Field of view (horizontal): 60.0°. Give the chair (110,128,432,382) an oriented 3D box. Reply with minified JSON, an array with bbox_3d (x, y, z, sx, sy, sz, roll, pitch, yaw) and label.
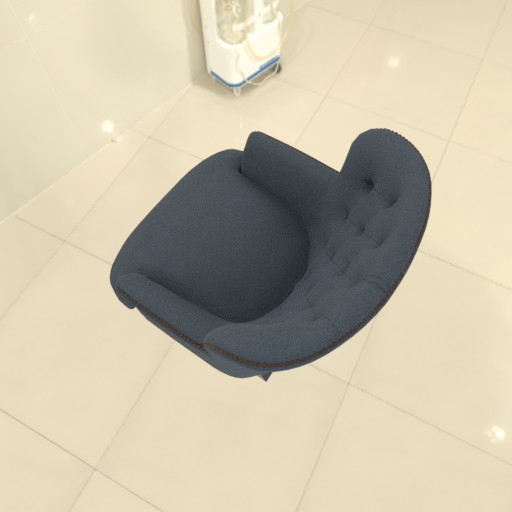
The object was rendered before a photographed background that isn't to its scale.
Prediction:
[{"bbox_3d":[0.000,0.000,1.576,0.906,0.868,0.848,31,67,15],"label":"chair"}]
